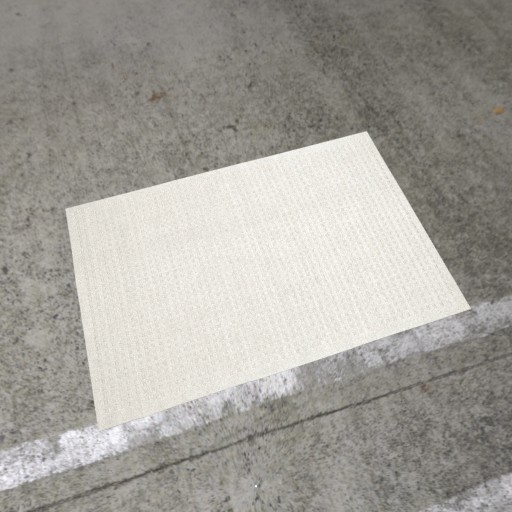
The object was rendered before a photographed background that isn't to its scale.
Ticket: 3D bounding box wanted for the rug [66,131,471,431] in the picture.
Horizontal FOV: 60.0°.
[{"bbox_3d":[0.000,0.000,2.900,2.289,0.006,1.523,-16,64,-8],"label":"rug"}]
